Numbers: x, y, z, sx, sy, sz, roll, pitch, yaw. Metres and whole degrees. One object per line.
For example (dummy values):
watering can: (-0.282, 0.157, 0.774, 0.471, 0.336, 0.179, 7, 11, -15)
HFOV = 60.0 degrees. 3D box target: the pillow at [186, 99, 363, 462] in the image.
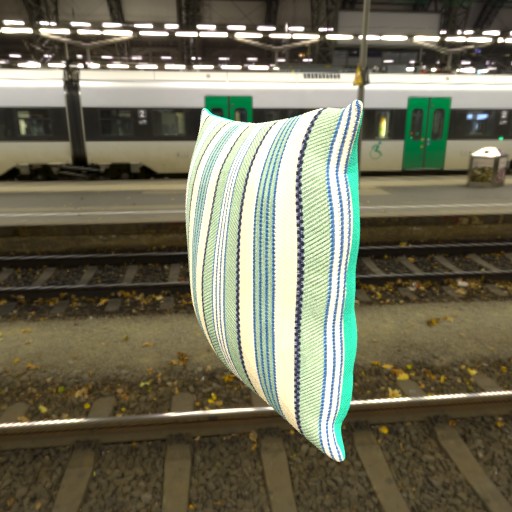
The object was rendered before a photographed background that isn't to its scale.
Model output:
pillow: (0.000, 0.000, 0.673, 0.182, 0.441, 0.440, -8, 18, -26)
